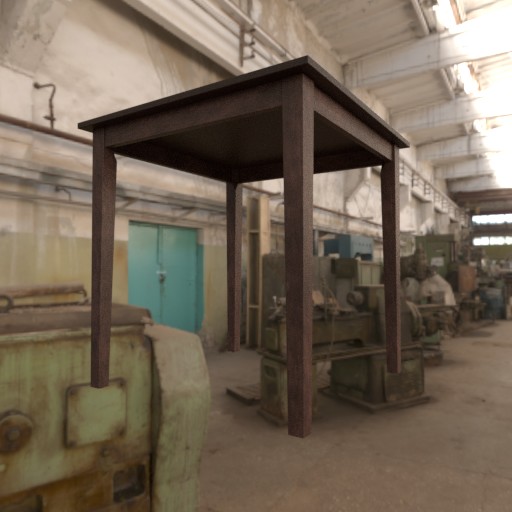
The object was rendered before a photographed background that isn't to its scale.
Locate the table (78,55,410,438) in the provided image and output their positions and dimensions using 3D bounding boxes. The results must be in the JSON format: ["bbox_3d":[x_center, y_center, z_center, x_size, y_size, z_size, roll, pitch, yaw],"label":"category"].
[{"bbox_3d":[0.000,0.000,1.384,0.749,0.770,0.749,-1,-2,34],"label":"table"}]
